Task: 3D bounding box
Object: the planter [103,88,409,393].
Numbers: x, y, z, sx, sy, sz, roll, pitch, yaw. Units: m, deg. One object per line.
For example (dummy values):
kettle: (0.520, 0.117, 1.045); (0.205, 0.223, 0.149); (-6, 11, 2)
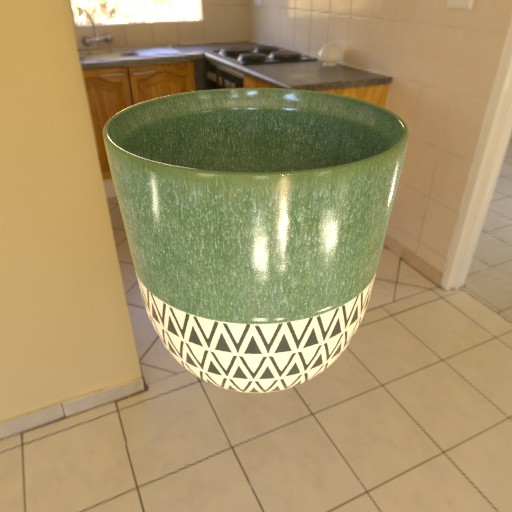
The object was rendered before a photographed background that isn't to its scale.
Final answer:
planter: (0.000, 0.000, 0.349); (0.195, 0.214, 0.195); (0, 32, 0)
